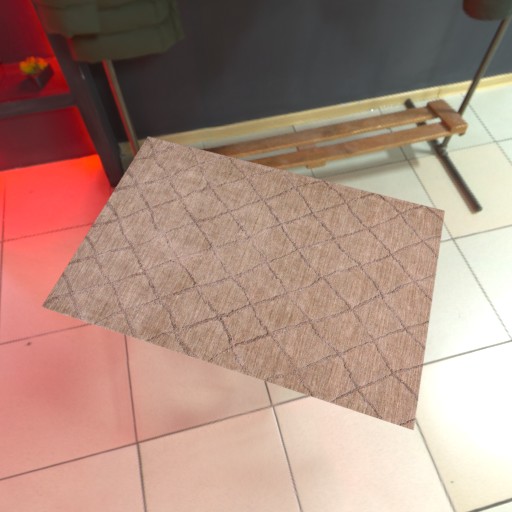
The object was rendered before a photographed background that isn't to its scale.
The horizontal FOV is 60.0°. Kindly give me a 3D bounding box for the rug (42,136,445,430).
[{"bbox_3d":[0.000,0.000,2.917,2.280,0.015,1.521,16,61,9],"label":"rug"}]
